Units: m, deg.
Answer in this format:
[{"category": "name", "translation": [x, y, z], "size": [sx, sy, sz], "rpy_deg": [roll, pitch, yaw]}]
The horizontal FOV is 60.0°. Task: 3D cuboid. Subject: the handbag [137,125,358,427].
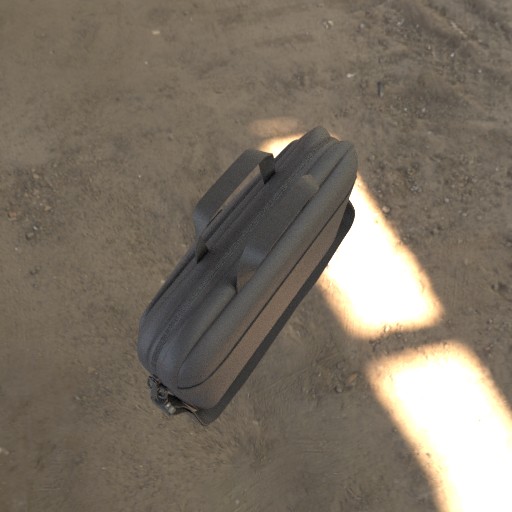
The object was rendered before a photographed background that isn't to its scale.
[{"category": "handbag", "translation": [0.000, 0.000, 0.569], "size": [0.126, 0.330, 0.429], "rpy_deg": [33, 69, 15]}]
